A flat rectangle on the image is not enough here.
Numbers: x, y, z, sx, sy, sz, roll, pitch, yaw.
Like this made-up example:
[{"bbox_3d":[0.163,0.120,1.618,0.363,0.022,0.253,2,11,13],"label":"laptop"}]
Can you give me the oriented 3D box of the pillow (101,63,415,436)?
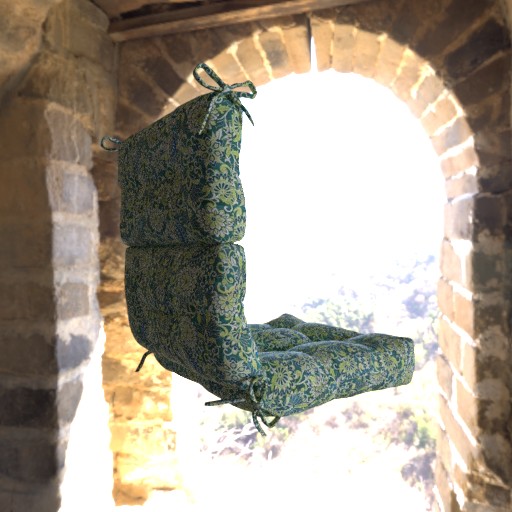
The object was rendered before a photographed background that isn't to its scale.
[{"bbox_3d":[0.000,0.000,1.026,0.571,0.605,0.519,0,1,-35],"label":"pillow"}]
